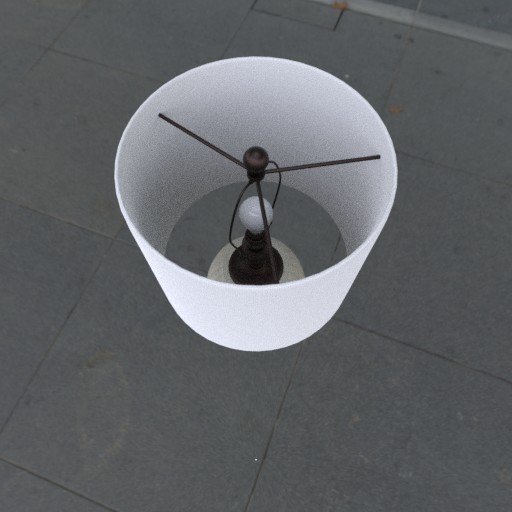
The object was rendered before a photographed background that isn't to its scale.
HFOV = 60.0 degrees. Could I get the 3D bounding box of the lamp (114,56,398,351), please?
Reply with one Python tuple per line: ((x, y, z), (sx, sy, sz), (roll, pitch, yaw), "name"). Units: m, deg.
((0.000, 0.000, 0.763), (0.329, 0.570, 0.329), (33, 70, 14), "lamp")
